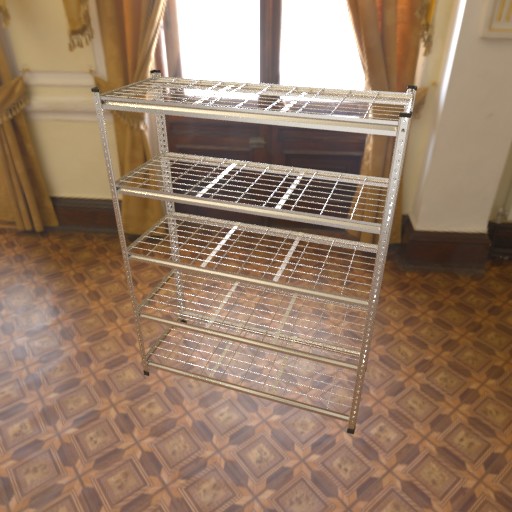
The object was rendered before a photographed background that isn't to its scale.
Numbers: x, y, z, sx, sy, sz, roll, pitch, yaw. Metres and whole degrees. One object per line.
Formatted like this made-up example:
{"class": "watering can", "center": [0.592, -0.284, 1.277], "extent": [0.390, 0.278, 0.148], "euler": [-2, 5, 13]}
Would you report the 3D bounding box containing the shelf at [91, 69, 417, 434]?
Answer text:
{"class": "shelf", "center": [0.000, 0.000, 2.735], "extent": [1.524, 1.981, 0.610], "euler": [10, 33, 16]}
